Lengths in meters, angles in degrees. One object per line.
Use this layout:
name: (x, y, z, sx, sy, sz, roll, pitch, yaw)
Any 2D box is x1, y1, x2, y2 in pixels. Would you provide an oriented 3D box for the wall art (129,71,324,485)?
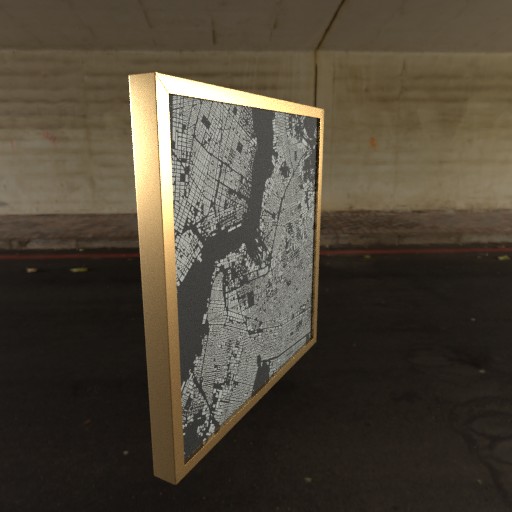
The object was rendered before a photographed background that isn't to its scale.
wall art: (0.000, 0.000, 0.449, 0.023, 0.305, 0.305, 7, 15, 28)
